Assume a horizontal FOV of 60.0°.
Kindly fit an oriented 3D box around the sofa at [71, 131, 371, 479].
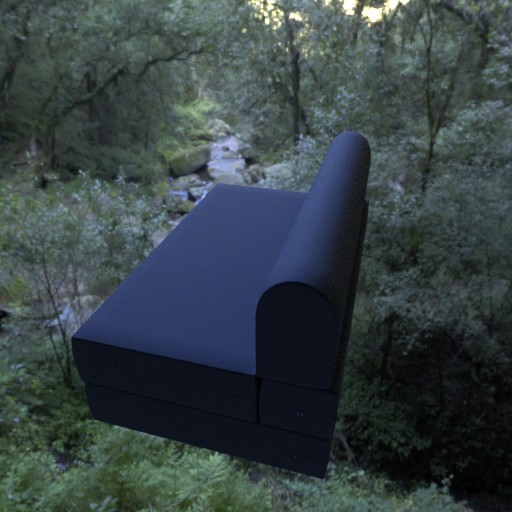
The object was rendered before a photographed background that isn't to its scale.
[{"bbox_3d":[0.000,0.000,1.660,0.762,0.660,1.219,8,32,14],"label":"sofa"}]
